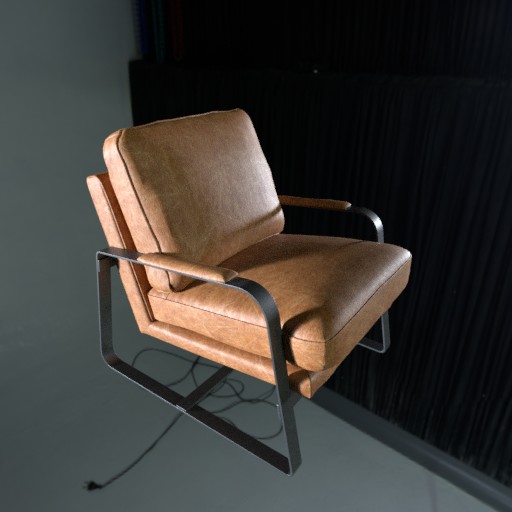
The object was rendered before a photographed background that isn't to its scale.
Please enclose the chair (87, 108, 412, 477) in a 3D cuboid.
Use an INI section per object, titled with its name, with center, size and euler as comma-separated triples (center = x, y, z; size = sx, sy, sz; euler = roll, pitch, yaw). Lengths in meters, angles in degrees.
[chair]
center = 0.000, 0.000, 1.343
size = 0.801, 0.777, 0.651
euler = 18, 31, 32
